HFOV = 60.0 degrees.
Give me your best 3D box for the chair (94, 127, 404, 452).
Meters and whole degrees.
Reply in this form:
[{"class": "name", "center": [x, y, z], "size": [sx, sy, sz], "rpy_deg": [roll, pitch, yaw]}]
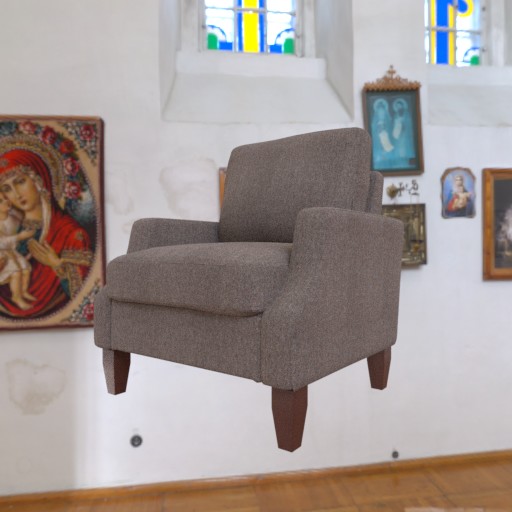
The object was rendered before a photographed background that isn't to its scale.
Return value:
[{"class": "chair", "center": [0.000, 0.000, 1.663], "size": [0.855, 0.993, 0.897], "rpy_deg": [1, 1, 37]}]
